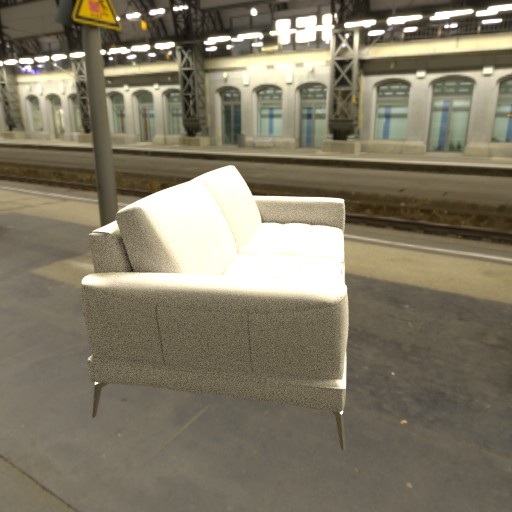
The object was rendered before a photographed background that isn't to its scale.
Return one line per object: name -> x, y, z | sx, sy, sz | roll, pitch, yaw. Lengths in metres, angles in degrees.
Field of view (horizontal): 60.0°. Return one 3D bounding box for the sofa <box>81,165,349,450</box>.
sofa -> 0.000, 0.000, 2.711 | 1.121, 0.930, 2.177 | 3, 17, 10
